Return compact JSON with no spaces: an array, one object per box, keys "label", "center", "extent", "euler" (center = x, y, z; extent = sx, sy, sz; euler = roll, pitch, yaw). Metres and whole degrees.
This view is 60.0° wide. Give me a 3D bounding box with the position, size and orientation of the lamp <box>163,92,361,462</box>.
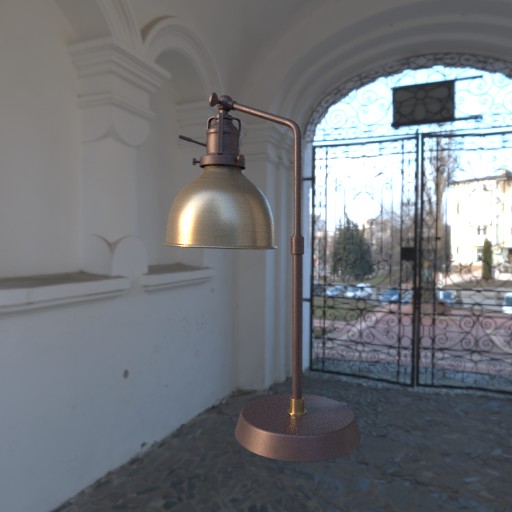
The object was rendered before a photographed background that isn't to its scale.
[{"label":"lamp","center":[0.000,0.000,0.623],"extent":[0.298,0.469,0.175],"euler":[1,1,38]}]
